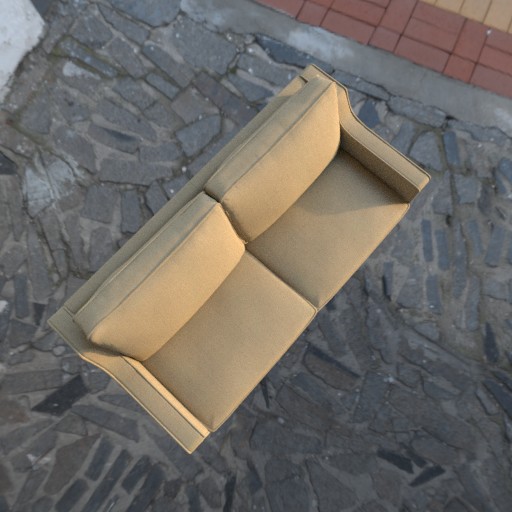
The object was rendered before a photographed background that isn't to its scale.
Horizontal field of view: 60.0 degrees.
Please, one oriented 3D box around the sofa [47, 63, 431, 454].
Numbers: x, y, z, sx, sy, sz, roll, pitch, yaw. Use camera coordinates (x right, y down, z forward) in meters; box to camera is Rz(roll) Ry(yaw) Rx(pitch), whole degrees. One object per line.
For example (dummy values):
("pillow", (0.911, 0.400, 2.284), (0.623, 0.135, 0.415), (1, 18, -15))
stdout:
("sofa", (0.000, 0.000, 2.818), (1.066, 1.071, 2.178), (41, 79, 10))
